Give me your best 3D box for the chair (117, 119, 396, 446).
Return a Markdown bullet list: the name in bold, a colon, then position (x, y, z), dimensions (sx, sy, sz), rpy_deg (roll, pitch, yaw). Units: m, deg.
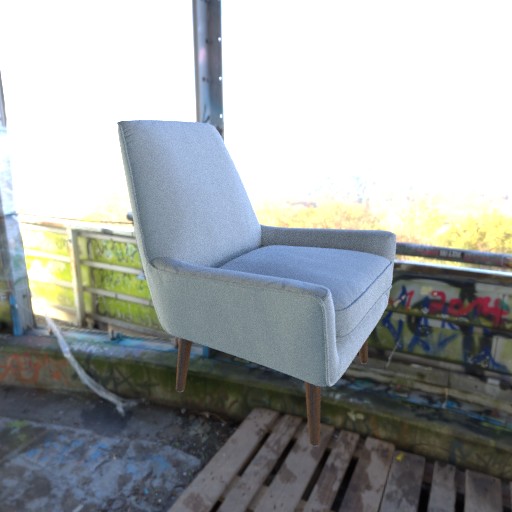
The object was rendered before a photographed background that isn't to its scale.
- **chair**: position (0.000, 0.000, 1.499), dimensions (0.822, 0.888, 0.787), rpy_deg (8, 17, 27)
